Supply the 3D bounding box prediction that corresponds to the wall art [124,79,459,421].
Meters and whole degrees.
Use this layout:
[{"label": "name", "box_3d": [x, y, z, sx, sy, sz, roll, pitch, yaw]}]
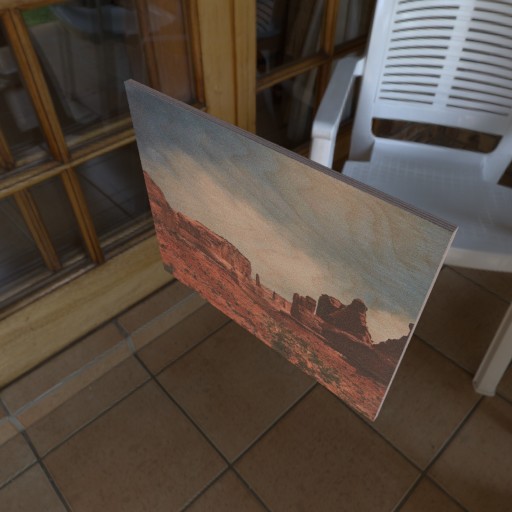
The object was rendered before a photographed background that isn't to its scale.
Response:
[{"label": "wall art", "box_3d": [0.000, 0.000, 0.685, 0.508, 0.406, 0.013, 32, 53, 28]}]
